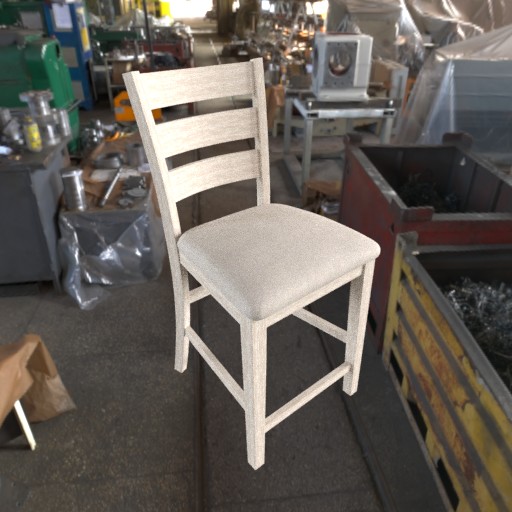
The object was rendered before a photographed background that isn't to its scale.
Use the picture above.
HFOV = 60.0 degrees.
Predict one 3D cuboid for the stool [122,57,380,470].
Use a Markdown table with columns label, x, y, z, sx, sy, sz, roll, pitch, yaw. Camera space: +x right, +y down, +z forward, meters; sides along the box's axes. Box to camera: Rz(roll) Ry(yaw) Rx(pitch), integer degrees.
| label | x | y | z | sx | sy | sz | roll | pitch | yaw |
| --- | --- | --- | --- | --- | --- | --- | --- | --- | --- |
| stool | 0.000 | 0.000 | 1.336 | 0.484 | 1.032 | 0.569 | -23 | 38 | -34 |
